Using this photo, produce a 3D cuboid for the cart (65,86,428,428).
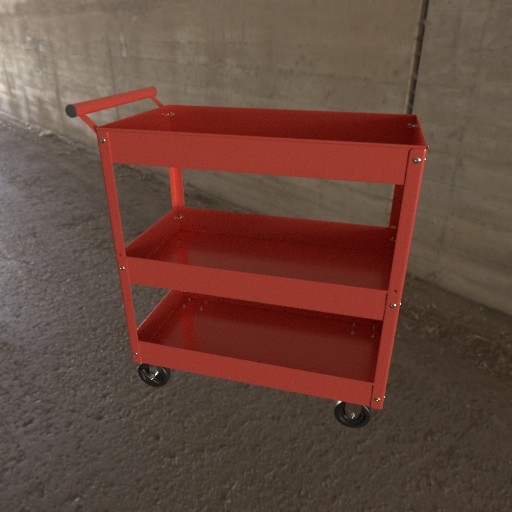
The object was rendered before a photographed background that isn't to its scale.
[{"bbox_3d":[0.000,0.000,1.159,0.719,0.780,0.366,7,27,14],"label":"cart"}]
